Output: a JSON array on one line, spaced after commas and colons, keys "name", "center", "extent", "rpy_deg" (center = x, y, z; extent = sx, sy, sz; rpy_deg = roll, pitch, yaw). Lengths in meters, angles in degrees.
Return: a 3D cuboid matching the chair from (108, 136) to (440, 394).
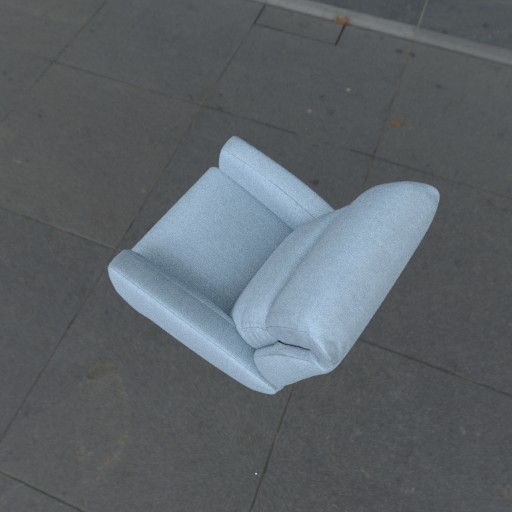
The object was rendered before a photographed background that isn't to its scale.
[{"name": "chair", "center": [0.000, 0.000, 1.690], "extent": [0.940, 1.013, 0.812], "rpy_deg": [34, 68, 15]}]
